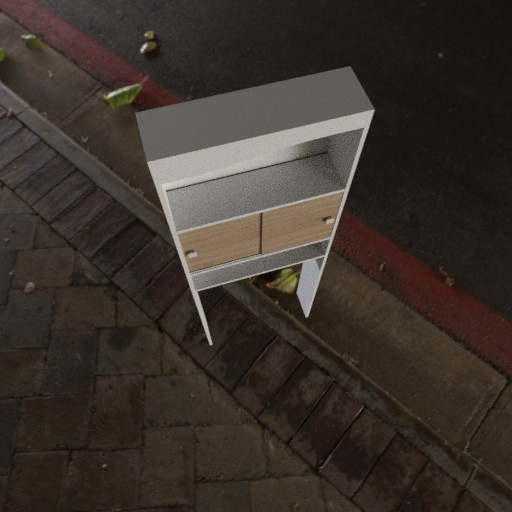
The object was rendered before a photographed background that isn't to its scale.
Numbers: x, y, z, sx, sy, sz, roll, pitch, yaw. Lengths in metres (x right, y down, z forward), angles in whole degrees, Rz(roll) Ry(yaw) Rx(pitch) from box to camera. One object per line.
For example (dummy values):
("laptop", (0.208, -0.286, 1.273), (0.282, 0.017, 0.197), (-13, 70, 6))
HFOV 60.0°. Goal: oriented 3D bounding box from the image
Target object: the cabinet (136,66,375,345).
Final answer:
("cabinet", (0.000, 0.000, 2.021), (0.643, 1.770, 0.192), (-15, 64, -7))
